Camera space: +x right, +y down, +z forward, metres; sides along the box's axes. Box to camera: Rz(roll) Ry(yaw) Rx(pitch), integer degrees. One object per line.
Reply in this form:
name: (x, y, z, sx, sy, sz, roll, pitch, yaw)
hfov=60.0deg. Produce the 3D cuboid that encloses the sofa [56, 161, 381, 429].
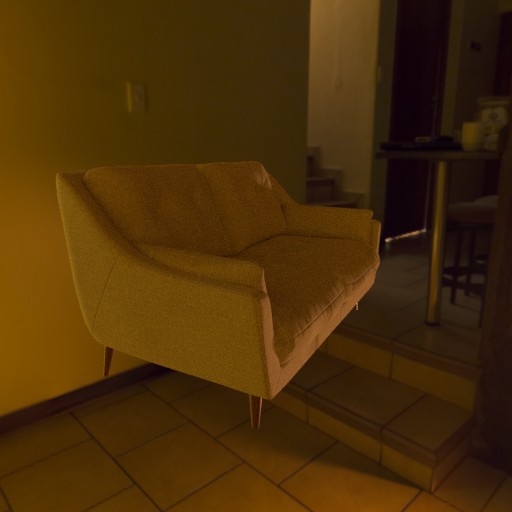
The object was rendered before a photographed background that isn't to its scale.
sofa: (0.000, 0.000, 2.182, 0.965, 0.888, 1.652, 7, 15, 26)
